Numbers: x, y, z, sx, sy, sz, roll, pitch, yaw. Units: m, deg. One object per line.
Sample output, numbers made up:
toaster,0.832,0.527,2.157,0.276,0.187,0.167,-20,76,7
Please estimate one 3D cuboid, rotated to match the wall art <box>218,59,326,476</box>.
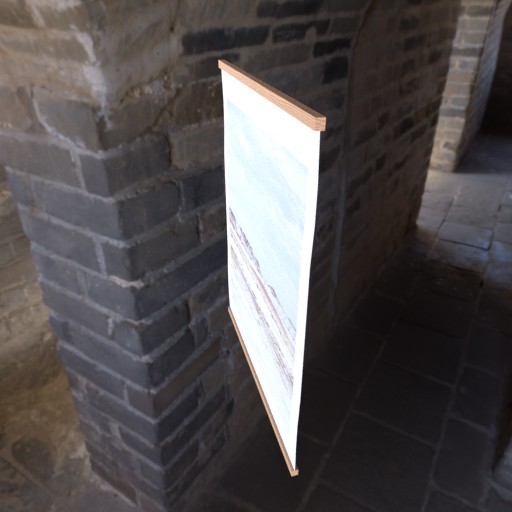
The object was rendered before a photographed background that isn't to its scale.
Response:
wall art,0.000,0.000,0.678,0.010,0.507,0.404,-8,32,-14
